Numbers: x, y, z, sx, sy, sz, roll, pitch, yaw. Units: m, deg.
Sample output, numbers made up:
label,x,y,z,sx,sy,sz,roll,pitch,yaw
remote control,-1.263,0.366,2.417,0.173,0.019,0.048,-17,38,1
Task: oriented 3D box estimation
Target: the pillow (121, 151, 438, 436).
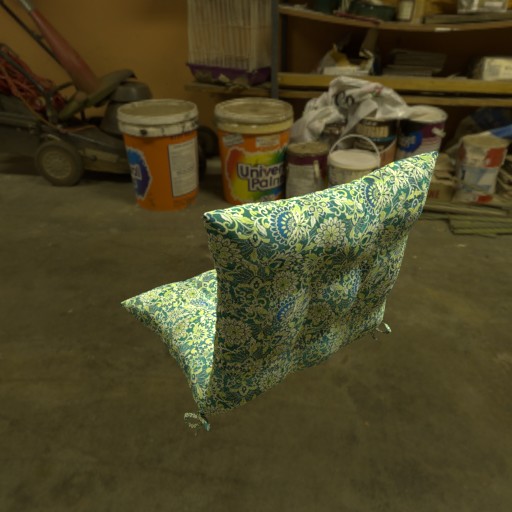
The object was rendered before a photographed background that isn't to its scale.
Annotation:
label,x,y,z,sx,sy,sz,roll,pitch,yaw
pillow,0.000,0.000,1.020,0.541,0.536,0.585,-19,36,-29
